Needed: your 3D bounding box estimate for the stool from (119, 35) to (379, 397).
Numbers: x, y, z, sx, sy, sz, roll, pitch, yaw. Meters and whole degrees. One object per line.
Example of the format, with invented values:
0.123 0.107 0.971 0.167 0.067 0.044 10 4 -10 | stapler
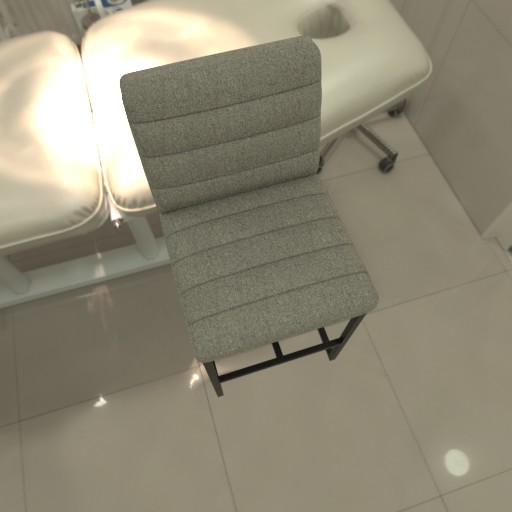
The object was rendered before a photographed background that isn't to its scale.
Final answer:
0.000 0.000 1.259 0.460 0.940 0.560 -16 64 -8 | stool
